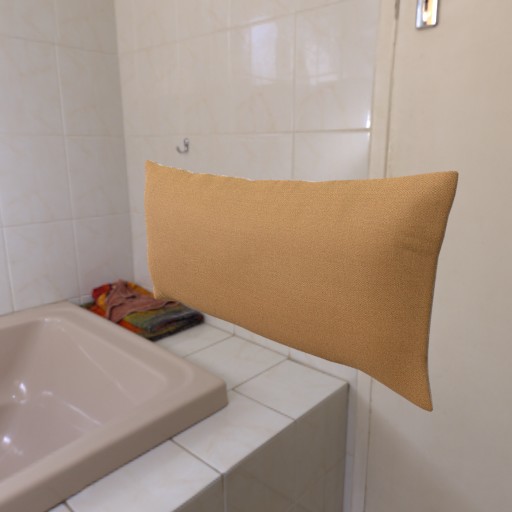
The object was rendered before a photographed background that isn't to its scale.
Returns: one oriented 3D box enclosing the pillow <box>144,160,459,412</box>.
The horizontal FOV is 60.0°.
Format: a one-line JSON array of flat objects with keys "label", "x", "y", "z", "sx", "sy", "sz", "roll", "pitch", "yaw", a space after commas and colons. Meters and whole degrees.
[{"label": "pillow", "x": 0.000, "y": 0.000, "z": 0.713, "sx": 0.608, "sy": 0.291, "sz": 0.151, "roll": 13, "pitch": 19, "yaw": 43}]
